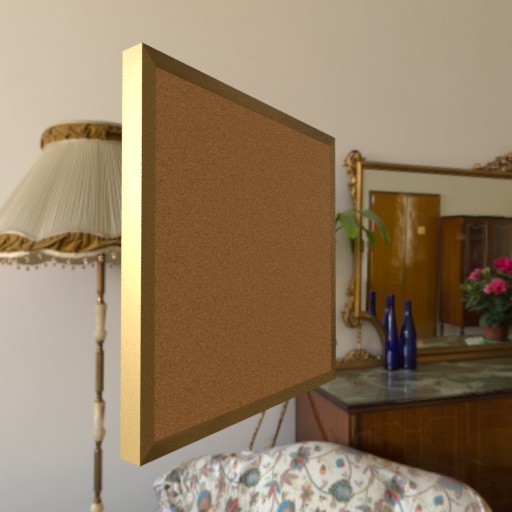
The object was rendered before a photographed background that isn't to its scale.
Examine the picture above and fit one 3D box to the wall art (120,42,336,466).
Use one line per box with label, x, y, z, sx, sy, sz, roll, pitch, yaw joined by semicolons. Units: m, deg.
wall art;0.000;0.000;0.744;0.038;0.508;0.507;-1;-1;37
